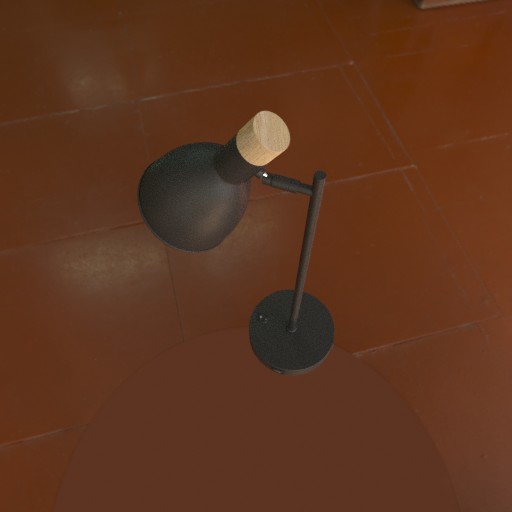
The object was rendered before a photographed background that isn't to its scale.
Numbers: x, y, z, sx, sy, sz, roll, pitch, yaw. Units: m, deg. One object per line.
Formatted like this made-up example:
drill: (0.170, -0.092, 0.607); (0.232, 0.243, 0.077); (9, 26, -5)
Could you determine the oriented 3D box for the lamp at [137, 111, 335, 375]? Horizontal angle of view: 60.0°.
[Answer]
lamp: (0.000, 0.000, 0.604); (0.287, 0.483, 0.152); (17, 61, 10)
